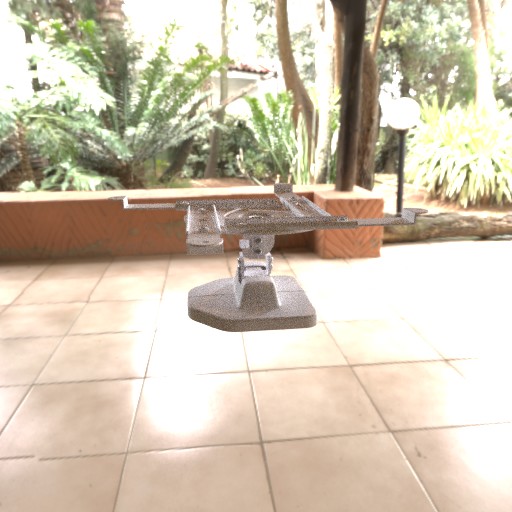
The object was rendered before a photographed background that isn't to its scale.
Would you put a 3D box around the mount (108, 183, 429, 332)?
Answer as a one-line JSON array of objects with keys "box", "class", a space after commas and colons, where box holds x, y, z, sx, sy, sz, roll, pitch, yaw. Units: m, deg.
[{"box": [0.000, 0.000, 0.590, 0.394, 0.141, 0.394, -2, 17, -7], "class": "mount"}]
